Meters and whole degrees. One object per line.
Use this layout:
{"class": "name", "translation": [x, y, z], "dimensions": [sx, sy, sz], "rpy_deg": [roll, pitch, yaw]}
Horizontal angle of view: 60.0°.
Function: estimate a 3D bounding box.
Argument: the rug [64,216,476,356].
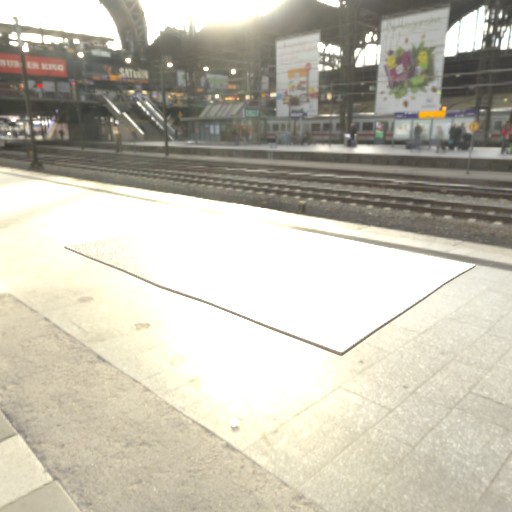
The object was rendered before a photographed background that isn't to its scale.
{"class": "rug", "translation": [0.000, 0.000, 2.356], "dimensions": [1.829, 0.034, 1.252], "rpy_deg": [14, 21, 41]}
